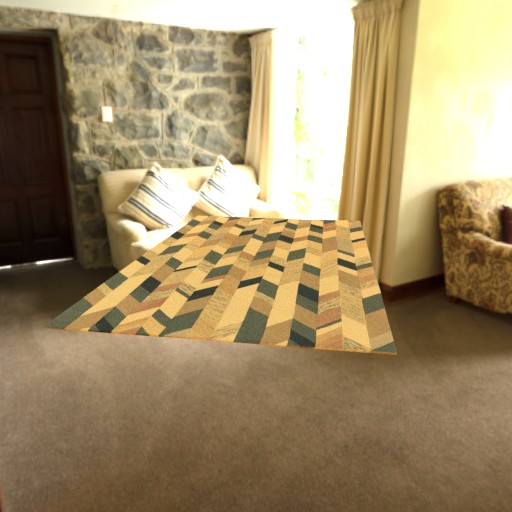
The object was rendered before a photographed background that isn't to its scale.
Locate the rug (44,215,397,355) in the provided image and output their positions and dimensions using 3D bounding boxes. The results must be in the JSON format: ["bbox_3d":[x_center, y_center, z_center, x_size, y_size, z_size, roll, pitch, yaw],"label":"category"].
[{"bbox_3d":[0.000,0.000,2.967,1.513,0.008,2.423,3,17,9],"label":"rug"}]
